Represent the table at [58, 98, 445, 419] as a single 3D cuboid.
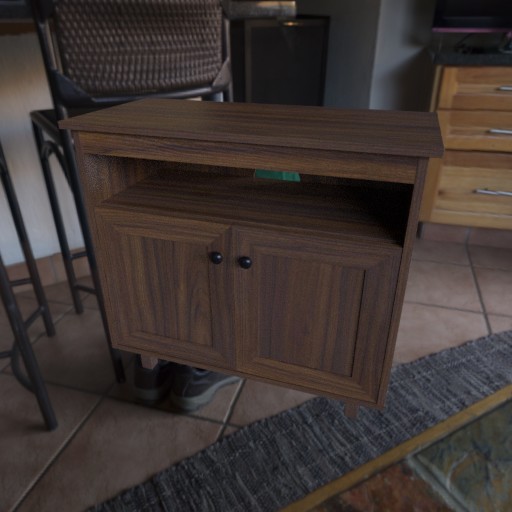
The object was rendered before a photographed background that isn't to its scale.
[{"bbox_3d":[0.000,0.000,1.193,0.802,0.725,0.390,9,29,16],"label":"table"}]
